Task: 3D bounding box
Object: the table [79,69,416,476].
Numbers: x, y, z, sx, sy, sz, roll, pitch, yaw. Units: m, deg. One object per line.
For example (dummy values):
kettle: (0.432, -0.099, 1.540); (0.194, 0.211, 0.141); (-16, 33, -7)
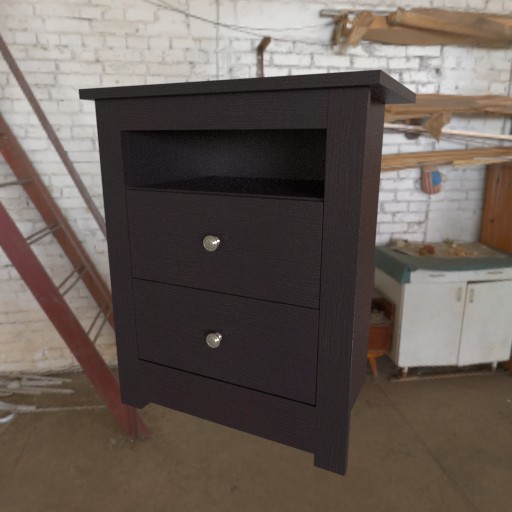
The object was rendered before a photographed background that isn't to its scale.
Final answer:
table: (0.000, 0.000, 1.018); (0.589, 0.711, 0.408); (7, 16, 25)
